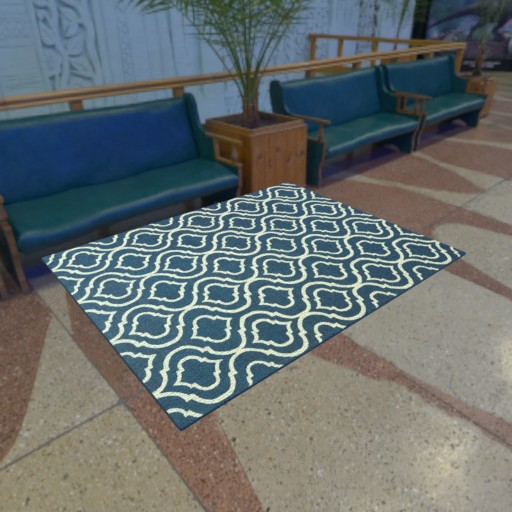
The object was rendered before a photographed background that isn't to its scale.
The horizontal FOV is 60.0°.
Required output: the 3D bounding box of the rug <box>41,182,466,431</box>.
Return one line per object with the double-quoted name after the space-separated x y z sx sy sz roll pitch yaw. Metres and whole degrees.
0.000 0.000 3.816 2.881 0.020 2.270 -22 37 -34 "rug"
